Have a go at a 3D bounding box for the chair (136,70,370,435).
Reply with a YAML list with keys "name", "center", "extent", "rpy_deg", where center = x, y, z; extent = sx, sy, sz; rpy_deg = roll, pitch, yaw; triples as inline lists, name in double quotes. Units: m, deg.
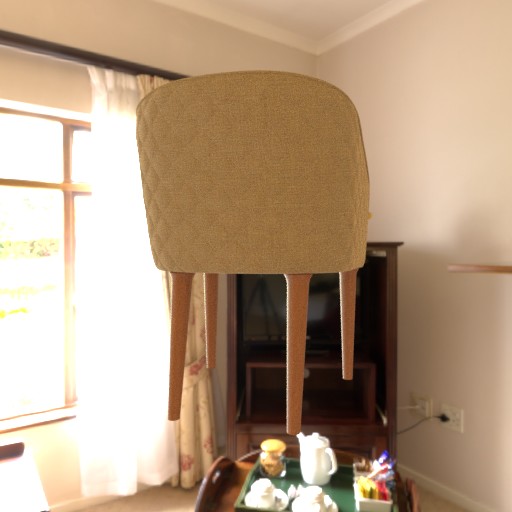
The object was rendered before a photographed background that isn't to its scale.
- name: "chair"
  center: [0.000, 0.000, 1.210]
  extent: [0.584, 0.775, 0.616]
  rpy_deg: [0, 1, 16]
